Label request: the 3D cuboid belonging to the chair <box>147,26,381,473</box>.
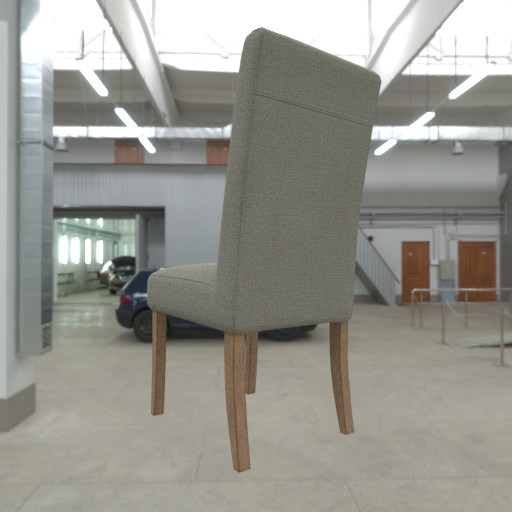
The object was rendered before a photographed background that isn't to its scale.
[{"bbox_3d":[0.000,0.000,1.339,0.450,1.033,0.611,0,-1,-37],"label":"chair"}]
